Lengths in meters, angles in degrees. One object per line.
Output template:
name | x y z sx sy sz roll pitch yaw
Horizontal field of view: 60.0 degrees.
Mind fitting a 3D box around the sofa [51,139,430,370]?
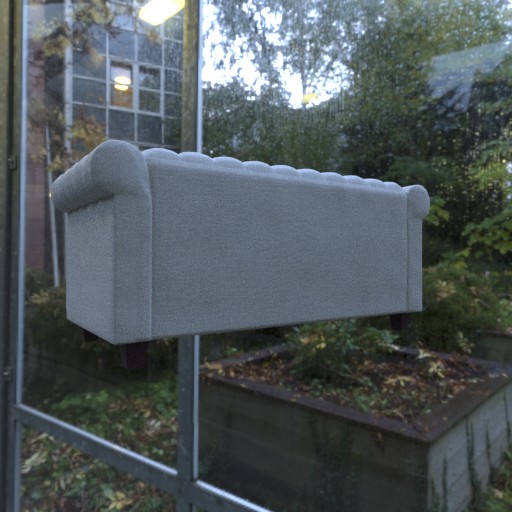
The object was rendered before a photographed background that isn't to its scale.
sofa | 0.000 0.000 2.242 1.798 0.797 0.783 0 0 -34
